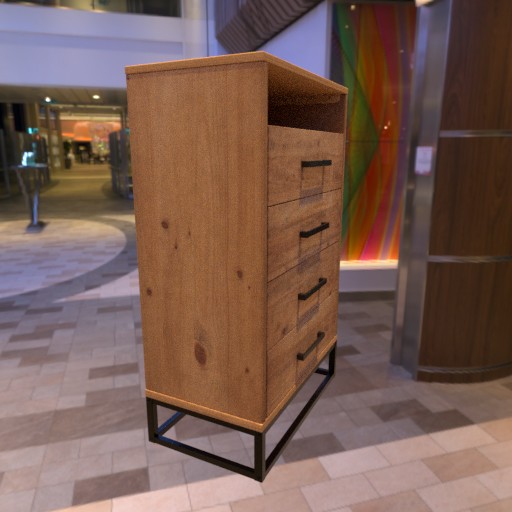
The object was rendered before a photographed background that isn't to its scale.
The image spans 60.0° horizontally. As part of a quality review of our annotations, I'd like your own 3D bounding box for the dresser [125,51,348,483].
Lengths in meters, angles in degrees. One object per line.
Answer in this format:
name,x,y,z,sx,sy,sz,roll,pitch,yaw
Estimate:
dresser,0.000,0.000,1.652,0.479,1.240,0.761,7,15,26
